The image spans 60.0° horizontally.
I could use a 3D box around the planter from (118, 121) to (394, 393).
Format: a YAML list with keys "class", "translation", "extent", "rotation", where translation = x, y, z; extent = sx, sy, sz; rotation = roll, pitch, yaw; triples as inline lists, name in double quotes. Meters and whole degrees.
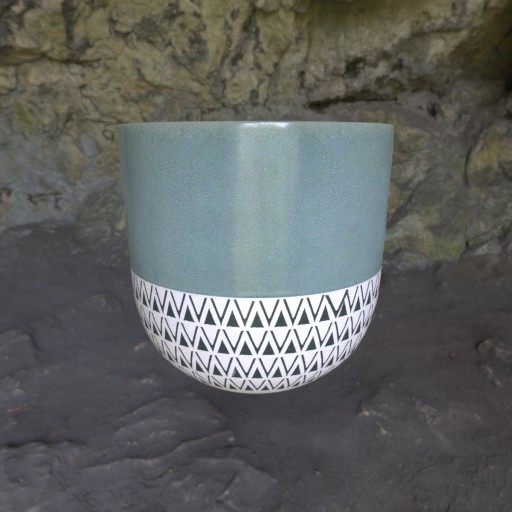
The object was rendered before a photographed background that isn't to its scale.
- class: "planter"
  translation: [0.000, 0.000, 0.479]
  extent: [0.266, 0.270, 0.266]
  rotation: [0, 15, 0]
